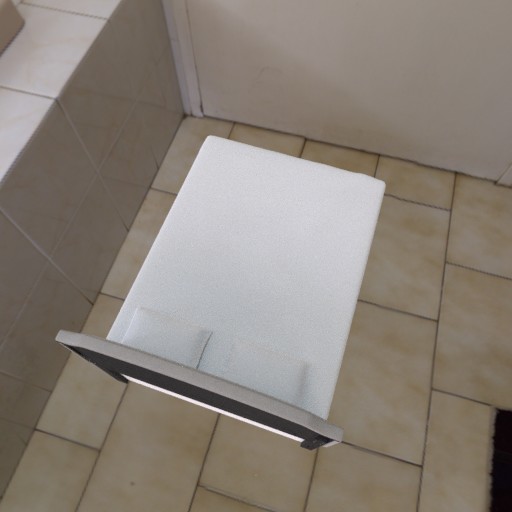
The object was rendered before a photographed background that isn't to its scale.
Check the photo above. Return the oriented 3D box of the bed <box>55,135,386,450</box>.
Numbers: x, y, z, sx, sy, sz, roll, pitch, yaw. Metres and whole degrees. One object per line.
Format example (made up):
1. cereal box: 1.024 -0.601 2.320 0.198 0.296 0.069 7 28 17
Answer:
1. bed: 0.000 0.000 2.988 1.558 1.270 1.999 17 65 8
